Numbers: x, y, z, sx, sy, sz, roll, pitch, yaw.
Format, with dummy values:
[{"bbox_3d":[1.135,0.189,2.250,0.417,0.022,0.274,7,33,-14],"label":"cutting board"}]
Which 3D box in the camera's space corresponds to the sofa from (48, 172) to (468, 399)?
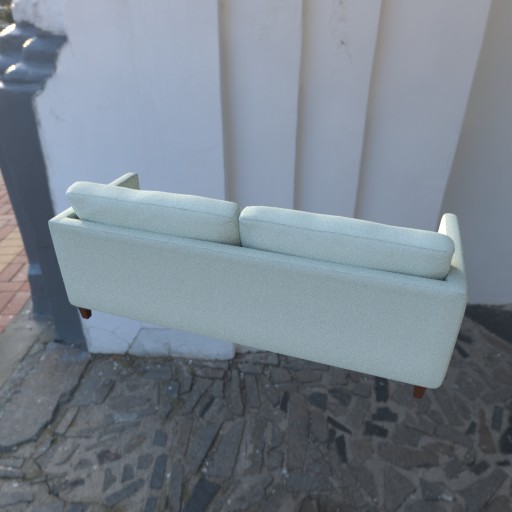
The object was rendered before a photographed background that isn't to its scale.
[{"bbox_3d":[0.000,0.000,2.910,2.434,0.965,0.948,10,32,16],"label":"sofa"}]
